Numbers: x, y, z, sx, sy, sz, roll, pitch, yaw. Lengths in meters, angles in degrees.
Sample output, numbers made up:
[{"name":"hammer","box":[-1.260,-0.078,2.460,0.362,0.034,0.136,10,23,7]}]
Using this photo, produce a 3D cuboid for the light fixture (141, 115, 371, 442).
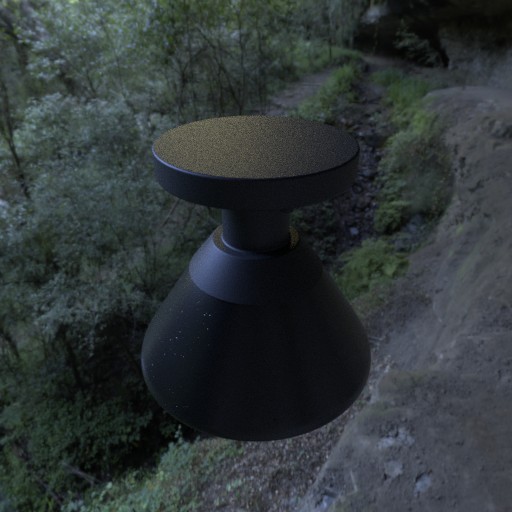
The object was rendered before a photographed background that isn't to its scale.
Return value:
[{"name":"light fixture","box":[0.000,0.000,0.349,0.200,0.183,0.200,0,32,0]}]
